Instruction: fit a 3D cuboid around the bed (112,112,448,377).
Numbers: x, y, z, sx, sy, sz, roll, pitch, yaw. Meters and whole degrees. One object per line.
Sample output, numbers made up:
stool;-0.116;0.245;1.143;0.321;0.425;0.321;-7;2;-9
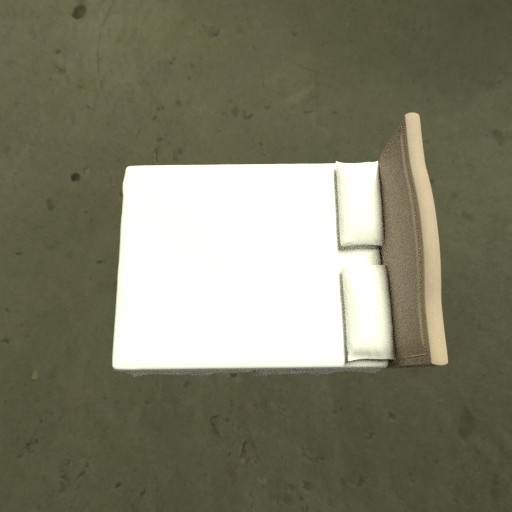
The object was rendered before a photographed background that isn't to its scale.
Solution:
bed;0.000;0.000;3.459;2.282;1.436;1.821;-1;76;0
